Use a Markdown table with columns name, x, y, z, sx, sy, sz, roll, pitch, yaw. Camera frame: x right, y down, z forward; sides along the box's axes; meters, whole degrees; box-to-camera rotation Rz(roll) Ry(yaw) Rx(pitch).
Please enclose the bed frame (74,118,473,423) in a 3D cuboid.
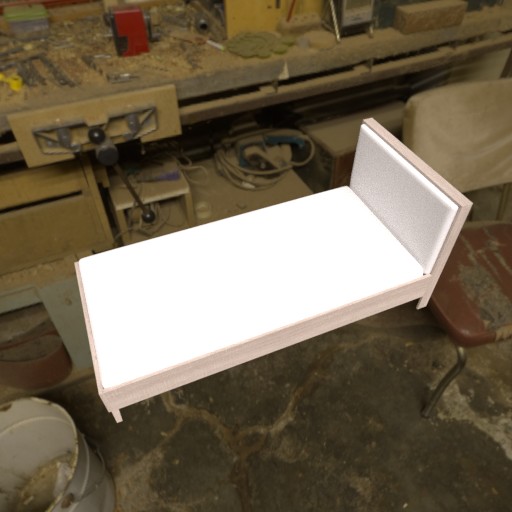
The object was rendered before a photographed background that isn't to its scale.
| name | x | y | z | sx | sy | sz | roll | pitch | yaw |
| --- | --- | --- | --- | --- | --- | --- | --- | --- | --- |
| bed frame | 0.000 | 0.000 | 2.769 | 2.140 | 0.920 | 0.990 | -17 | 49 | -15 |
